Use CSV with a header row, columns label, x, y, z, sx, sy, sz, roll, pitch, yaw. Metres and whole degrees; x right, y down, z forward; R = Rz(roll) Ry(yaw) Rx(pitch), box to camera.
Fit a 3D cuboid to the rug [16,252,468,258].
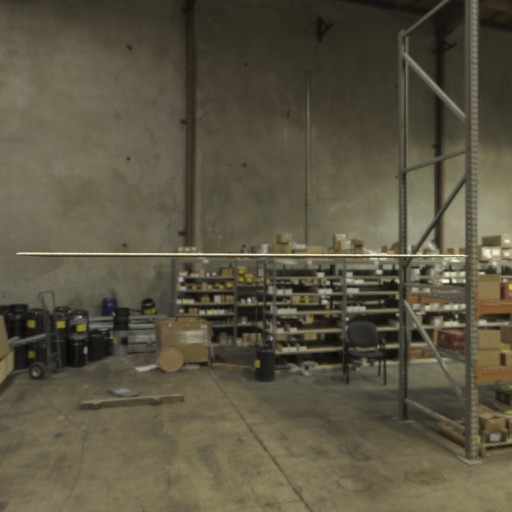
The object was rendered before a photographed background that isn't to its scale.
label,x,y,z,sx,sy,sz,roll,pitch,yaw
rug,0.000,0.000,2.392,2.196,0.011,0.662,0,-1,-17
